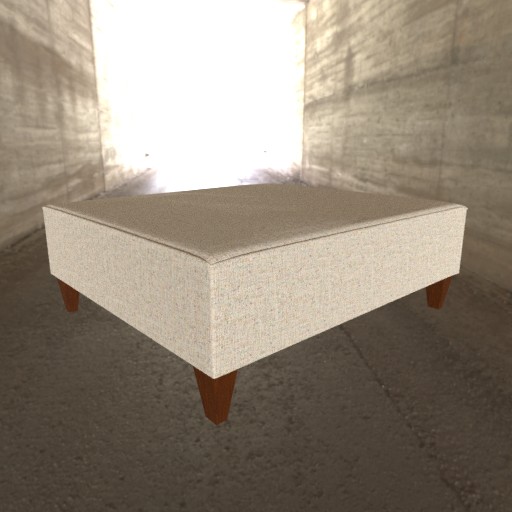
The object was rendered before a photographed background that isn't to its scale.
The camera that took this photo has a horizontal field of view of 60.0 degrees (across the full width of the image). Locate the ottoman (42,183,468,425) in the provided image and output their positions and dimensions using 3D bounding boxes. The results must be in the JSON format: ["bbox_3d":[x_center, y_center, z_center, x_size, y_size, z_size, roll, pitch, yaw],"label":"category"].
[{"bbox_3d":[0.000,0.000,1.186,0.835,0.303,0.736,-13,20,-40],"label":"ottoman"}]
